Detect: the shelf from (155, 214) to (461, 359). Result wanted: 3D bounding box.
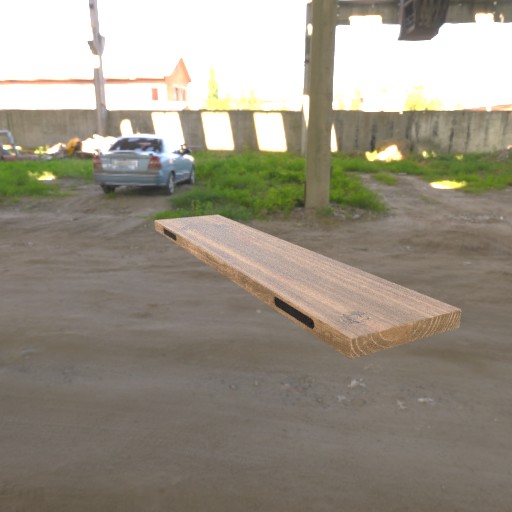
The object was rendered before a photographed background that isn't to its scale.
[{"bbox_3d":[0.000,0.000,0.672,0.140,0.020,0.610,-8,17,-27],"label":"shelf"}]
